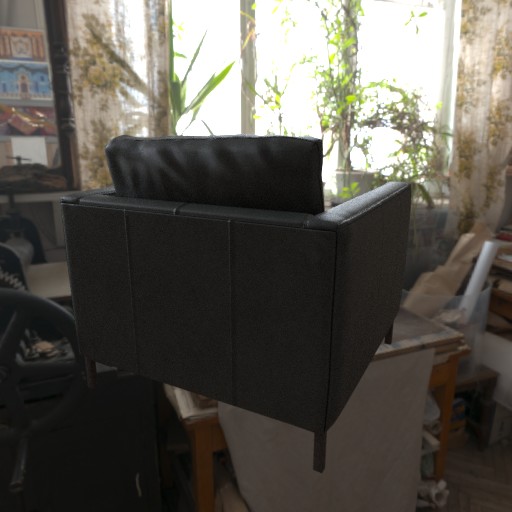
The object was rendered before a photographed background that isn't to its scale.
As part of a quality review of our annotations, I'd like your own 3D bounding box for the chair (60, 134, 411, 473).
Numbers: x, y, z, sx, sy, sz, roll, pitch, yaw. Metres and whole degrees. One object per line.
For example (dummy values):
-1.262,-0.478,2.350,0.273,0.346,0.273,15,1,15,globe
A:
0.000,0.000,1.479,0.967,0.824,0.861,8,18,27,chair
